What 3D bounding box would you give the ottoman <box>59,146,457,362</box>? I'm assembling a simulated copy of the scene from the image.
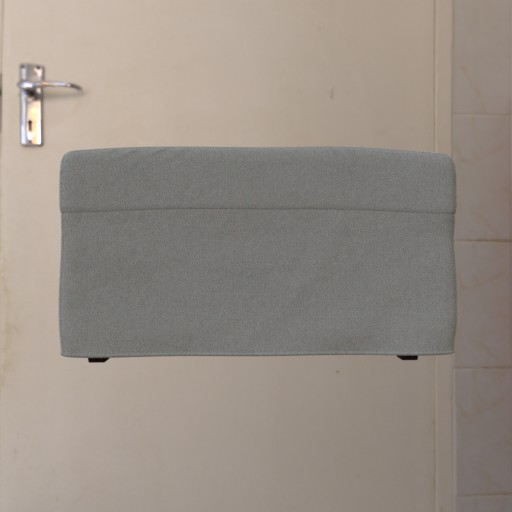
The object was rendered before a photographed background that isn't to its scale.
[{"bbox_3d":[0.000,0.000,1.227,0.833,0.461,0.648,0,0,-2],"label":"ottoman"}]
